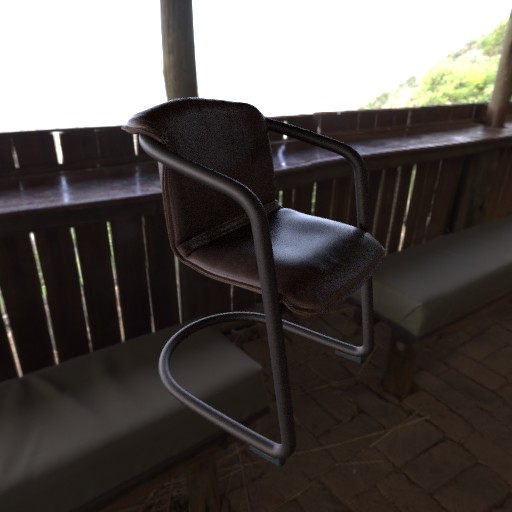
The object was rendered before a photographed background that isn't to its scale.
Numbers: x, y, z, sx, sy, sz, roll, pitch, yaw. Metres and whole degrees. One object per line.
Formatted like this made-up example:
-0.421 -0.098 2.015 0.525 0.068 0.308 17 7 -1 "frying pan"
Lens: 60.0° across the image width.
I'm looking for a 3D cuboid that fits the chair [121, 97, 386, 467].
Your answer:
0.000 0.000 1.278 0.664 0.836 0.536 17 30 32 "chair"
